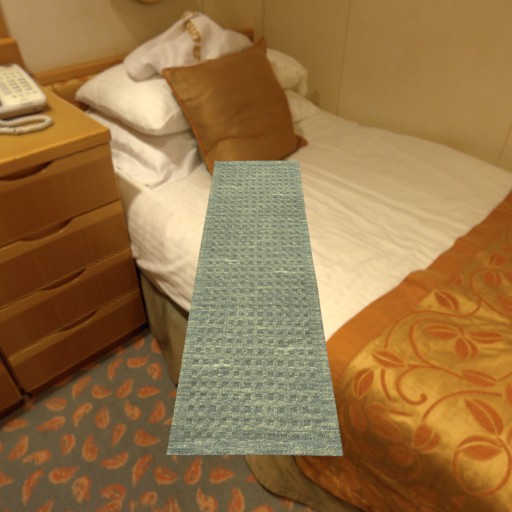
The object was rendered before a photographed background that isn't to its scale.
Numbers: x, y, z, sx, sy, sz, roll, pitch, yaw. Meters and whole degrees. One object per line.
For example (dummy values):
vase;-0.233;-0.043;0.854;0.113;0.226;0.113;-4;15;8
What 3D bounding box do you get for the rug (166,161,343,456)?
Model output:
rug;0.000;0.000;2.664;0.688;0.008;2.443;0;39;0
